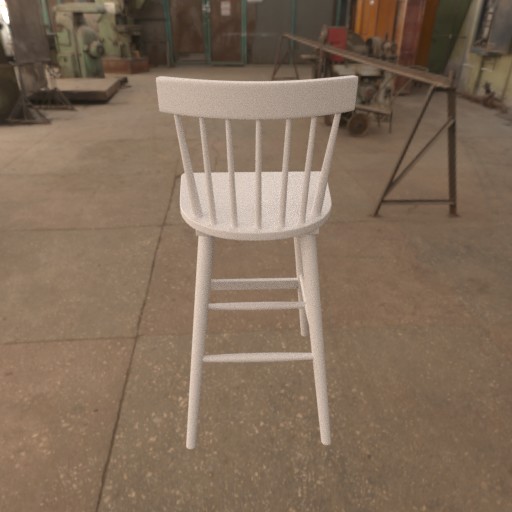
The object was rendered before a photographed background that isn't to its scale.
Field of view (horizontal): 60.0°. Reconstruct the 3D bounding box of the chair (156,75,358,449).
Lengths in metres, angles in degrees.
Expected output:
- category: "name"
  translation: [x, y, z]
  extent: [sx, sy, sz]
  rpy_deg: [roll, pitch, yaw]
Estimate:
- category: "chair"
  translation: [0.000, 0.000, 1.405]
  extent: [0.483, 1.092, 0.572]
  rpy_deg: [-1, 29, -2]
